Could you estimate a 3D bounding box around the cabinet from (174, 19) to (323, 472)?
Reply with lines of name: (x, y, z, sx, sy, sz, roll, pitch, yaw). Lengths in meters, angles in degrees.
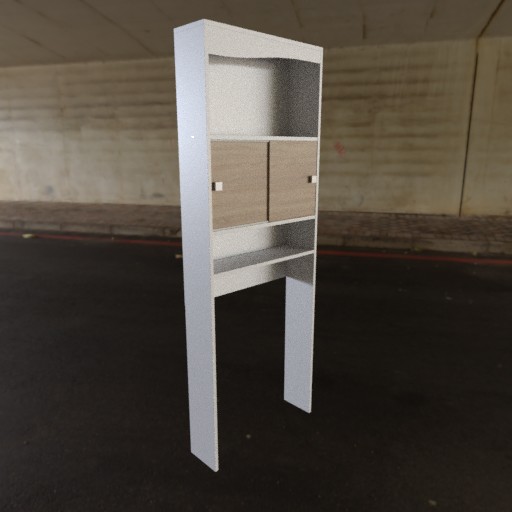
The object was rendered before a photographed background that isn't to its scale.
cabinet: (0.000, 0.000, 1.965, 0.643, 1.770, 0.192, -13, 19, -42)
